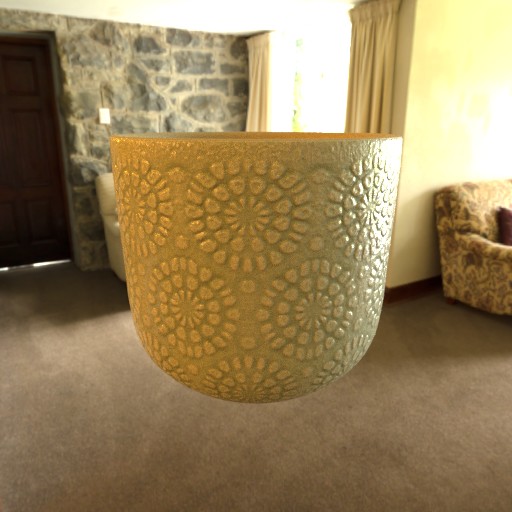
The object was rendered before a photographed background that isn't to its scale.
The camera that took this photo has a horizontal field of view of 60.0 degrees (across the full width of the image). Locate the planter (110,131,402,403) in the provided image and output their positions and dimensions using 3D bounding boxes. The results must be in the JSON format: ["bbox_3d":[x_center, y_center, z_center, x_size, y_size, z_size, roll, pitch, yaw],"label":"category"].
[{"bbox_3d":[0.000,0.000,0.290,0.169,0.153,0.169,0,17,0],"label":"planter"}]
